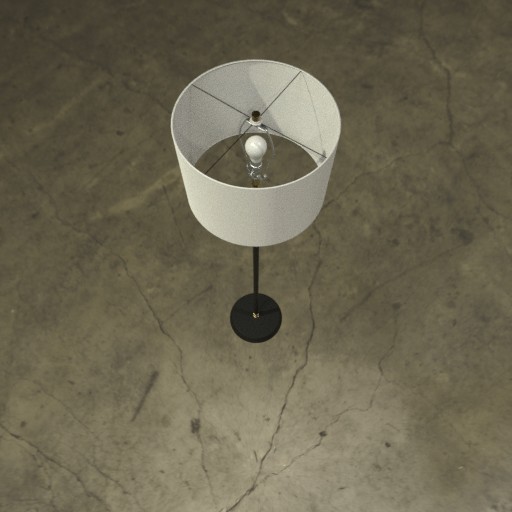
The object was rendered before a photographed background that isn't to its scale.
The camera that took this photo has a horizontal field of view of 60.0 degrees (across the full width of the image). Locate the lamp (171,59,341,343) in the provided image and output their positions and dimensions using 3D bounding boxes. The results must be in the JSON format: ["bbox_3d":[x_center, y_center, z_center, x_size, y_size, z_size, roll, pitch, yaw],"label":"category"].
[{"bbox_3d":[0.000,0.000,1.721,0.404,1.517,0.404,33,68,15],"label":"lamp"}]
